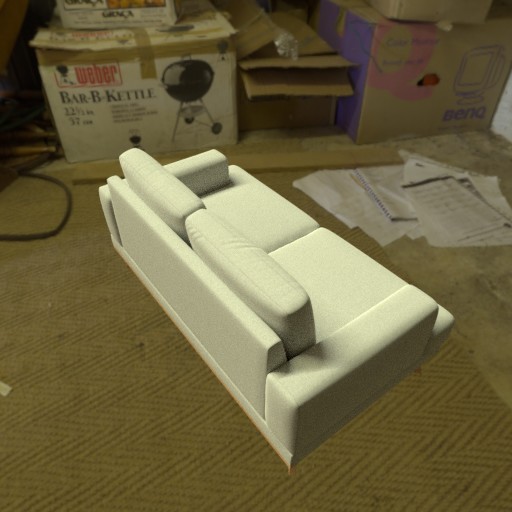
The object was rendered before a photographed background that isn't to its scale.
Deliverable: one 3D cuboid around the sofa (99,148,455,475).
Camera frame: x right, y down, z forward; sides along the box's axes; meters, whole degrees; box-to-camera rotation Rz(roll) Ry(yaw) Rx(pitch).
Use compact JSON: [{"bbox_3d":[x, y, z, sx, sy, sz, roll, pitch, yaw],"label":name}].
[{"bbox_3d":[0.000,0.000,2.142,0.915,0.810,1.651,-26,47,-27],"label":"sofa"}]
